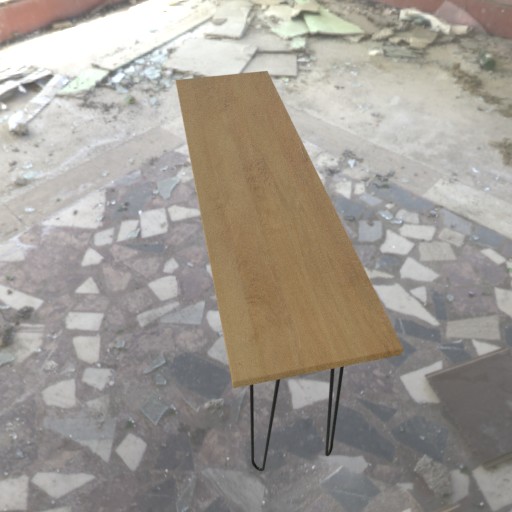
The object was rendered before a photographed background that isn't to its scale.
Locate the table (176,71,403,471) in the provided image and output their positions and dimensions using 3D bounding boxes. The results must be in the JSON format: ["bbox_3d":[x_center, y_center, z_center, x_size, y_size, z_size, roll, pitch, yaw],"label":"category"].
[{"bbox_3d":[0.000,0.000,1.745,0.399,0.799,1.400,-9,49,-8],"label":"table"}]
